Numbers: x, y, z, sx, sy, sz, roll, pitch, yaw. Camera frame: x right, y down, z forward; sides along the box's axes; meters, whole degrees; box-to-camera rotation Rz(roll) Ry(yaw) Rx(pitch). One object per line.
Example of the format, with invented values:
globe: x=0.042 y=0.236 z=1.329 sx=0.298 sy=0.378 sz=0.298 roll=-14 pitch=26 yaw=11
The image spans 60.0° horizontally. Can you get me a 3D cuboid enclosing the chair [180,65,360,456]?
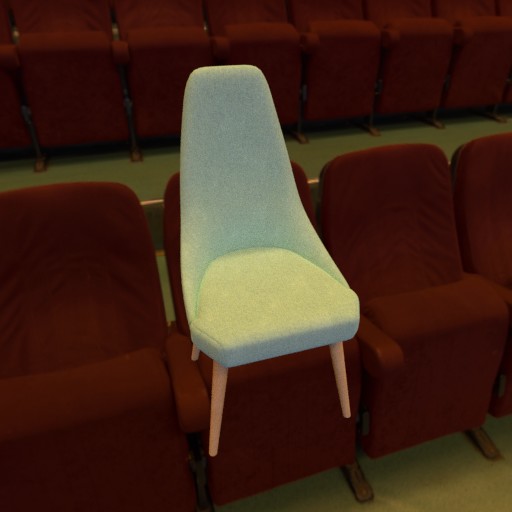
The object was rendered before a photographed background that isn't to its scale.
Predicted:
chair: x=0.000 y=0.000 z=1.414 sx=0.510 sy=1.040 sz=0.660 roll=-10 pitch=33 yaw=-15
